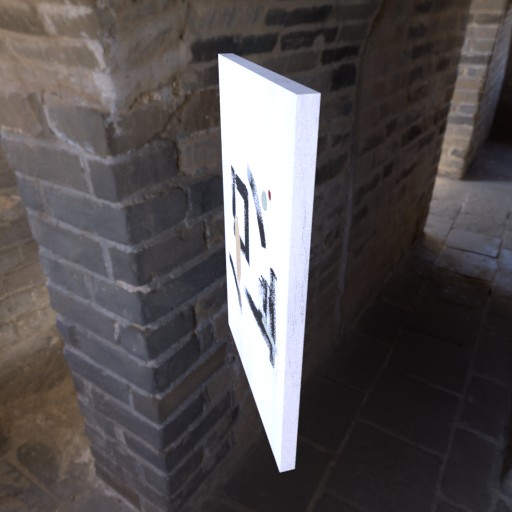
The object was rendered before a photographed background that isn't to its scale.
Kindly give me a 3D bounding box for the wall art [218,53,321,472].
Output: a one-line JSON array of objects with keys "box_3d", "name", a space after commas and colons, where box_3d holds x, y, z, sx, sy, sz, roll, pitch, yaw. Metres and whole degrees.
[{"box_3d": [0.000, 0.000, 1.162, 0.043, 0.914, 0.624, -8, 31, -13], "name": "wall art"}]
